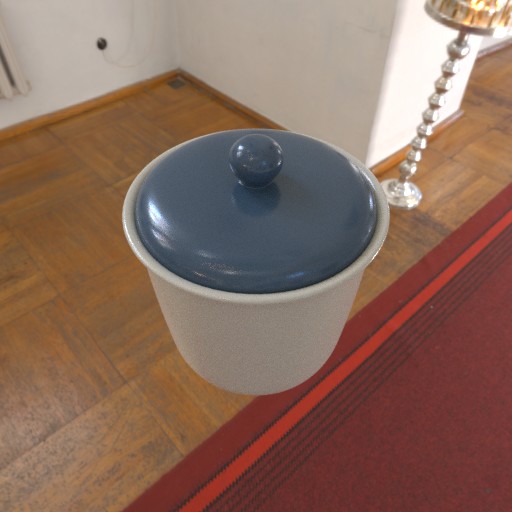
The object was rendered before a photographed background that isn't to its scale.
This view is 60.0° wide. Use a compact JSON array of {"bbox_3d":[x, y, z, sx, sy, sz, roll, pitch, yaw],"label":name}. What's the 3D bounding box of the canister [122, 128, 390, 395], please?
[{"bbox_3d":[0.000,0.000,0.350,0.182,0.208,0.182,0,47,0],"label":"canister"}]
